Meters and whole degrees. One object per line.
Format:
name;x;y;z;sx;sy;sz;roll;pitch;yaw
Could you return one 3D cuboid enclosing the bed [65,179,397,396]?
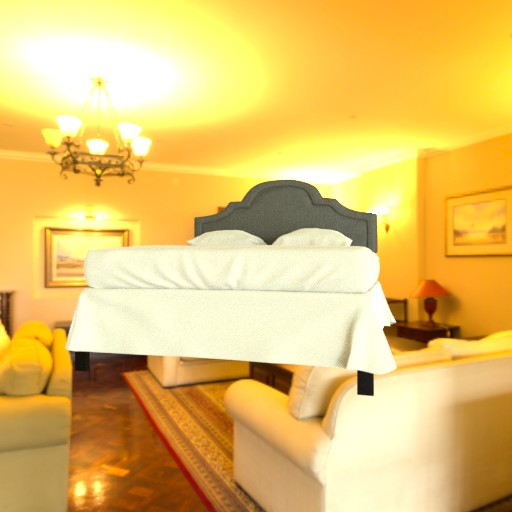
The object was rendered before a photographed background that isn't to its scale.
bed;0.000;0.000;3.785;2.303;1.631;2.222;0;-1;17
